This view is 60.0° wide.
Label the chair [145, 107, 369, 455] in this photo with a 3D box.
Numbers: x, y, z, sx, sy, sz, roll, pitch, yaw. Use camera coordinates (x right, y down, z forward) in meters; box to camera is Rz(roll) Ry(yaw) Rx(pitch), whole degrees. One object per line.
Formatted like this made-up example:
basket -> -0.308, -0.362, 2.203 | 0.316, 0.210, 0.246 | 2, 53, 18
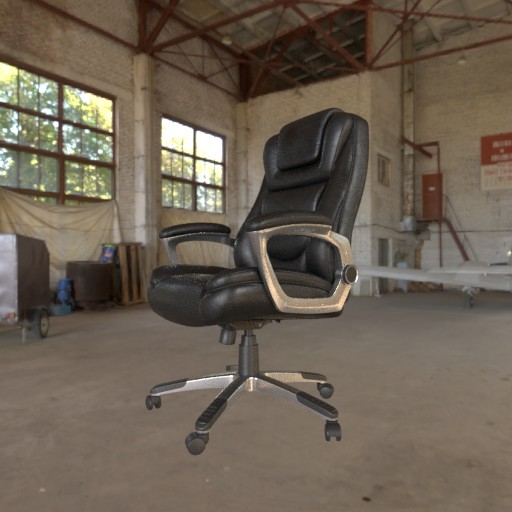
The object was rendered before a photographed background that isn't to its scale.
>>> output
chair -> 0.000, 0.000, 1.521 | 0.689, 1.075, 0.697 | 0, 0, -36
